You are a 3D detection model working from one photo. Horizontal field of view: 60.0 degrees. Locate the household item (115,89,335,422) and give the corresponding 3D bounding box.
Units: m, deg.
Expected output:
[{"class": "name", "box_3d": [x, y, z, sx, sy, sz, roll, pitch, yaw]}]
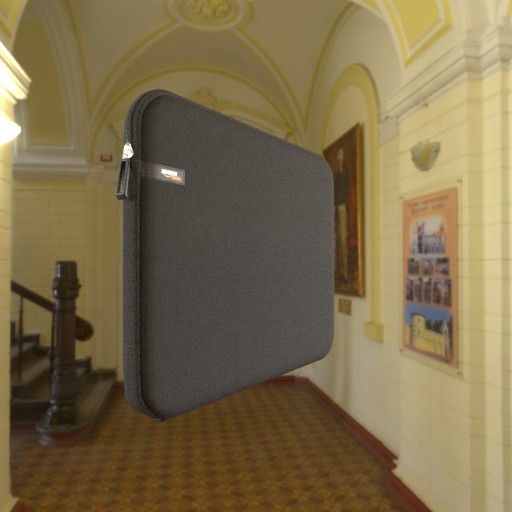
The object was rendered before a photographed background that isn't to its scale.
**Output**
[{"class": "household item", "box_3d": [0.000, 0.000, 0.531, 0.030, 0.305, 0.396, 0, -1, 35]}]
